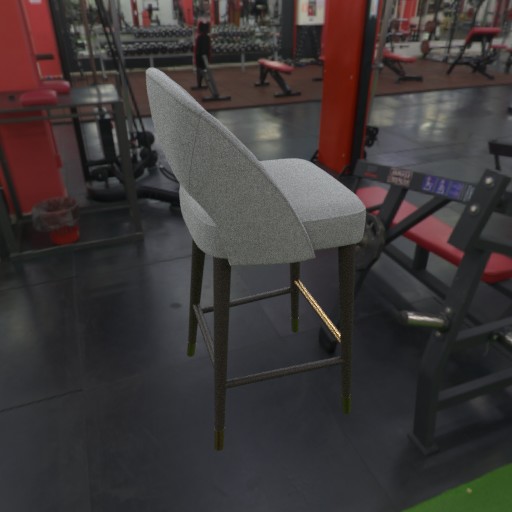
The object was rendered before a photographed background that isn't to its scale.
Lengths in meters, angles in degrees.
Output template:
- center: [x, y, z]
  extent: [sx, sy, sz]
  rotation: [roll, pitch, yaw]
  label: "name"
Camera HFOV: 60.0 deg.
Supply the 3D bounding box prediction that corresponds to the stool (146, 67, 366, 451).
- center: [0.000, 0.000, 1.303]
  extent: [0.509, 1.037, 0.494]
  rotation: [-10, 32, -16]
  label: "stool"
